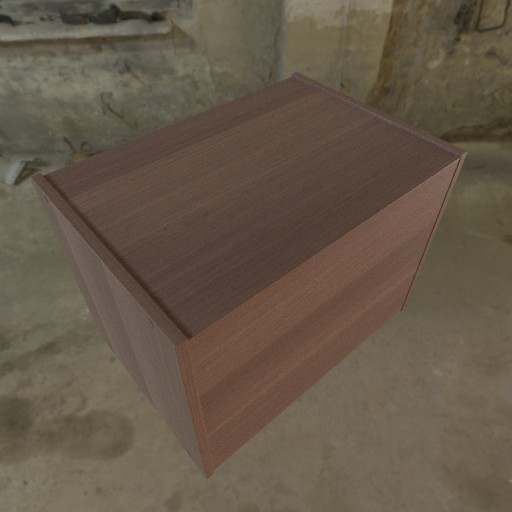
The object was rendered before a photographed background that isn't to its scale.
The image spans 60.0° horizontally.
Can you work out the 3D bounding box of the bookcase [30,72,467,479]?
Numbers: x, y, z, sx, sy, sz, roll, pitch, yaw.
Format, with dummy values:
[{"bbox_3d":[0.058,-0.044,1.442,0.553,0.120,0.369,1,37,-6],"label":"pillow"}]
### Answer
[{"bbox_3d":[0.000,0.000,0.620,0.415,0.305,0.290,-32,54,-27],"label":"bookcase"}]
